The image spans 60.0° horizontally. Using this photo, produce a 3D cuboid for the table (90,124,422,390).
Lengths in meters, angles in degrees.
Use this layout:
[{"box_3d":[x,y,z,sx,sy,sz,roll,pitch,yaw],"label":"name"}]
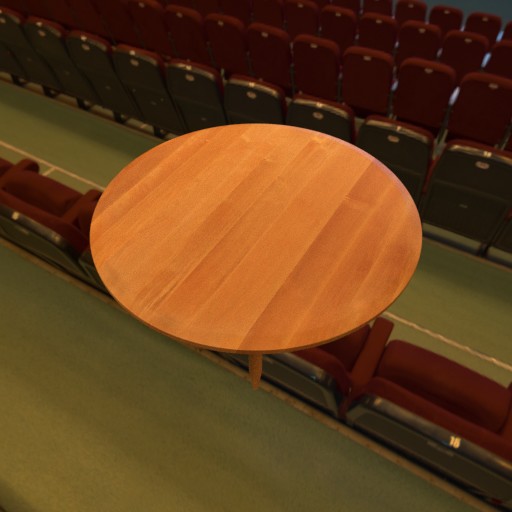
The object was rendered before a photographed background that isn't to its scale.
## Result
[{"box_3d":[0.000,0.000,1.380,0.900,0.400,0.900,0,47,0],"label":"table"}]
